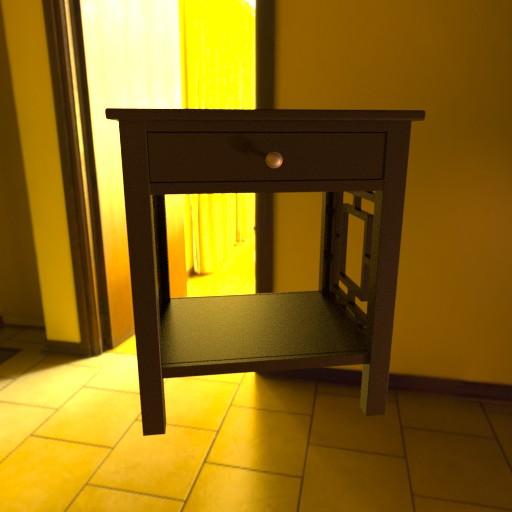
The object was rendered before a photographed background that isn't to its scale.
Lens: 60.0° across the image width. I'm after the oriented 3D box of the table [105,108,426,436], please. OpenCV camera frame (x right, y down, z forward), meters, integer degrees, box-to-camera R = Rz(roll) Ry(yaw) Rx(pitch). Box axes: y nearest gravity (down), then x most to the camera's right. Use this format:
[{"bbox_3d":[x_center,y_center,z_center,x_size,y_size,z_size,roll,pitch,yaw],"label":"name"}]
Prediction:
[{"bbox_3d":[0.000,0.000,1.058,0.564,0.646,0.451,-2,16,-8],"label":"table"}]
